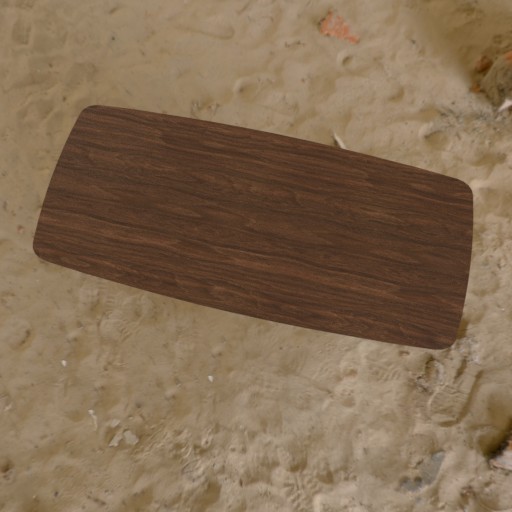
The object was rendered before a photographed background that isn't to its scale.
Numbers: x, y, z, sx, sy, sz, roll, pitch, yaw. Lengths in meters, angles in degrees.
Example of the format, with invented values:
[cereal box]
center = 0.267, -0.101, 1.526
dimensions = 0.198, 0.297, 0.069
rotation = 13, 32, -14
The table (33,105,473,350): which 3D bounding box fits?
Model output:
[table]
center = 0.000, 0.000, 1.111
dimensions = 0.804, 0.576, 0.361
rotation = 12, 76, 3
